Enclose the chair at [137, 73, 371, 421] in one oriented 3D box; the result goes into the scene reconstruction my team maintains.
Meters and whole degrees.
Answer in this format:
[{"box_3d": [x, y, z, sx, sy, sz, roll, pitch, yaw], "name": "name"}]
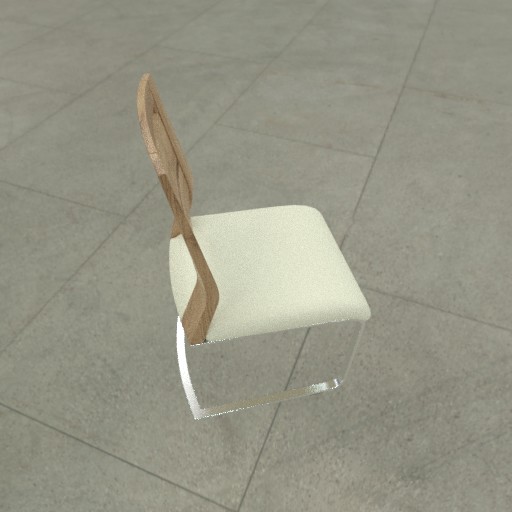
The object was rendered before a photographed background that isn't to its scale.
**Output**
[{"box_3d": [0.000, 0.000, 1.267, 0.561, 0.955, 0.457, -10, 47, -9], "name": "chair"}]
